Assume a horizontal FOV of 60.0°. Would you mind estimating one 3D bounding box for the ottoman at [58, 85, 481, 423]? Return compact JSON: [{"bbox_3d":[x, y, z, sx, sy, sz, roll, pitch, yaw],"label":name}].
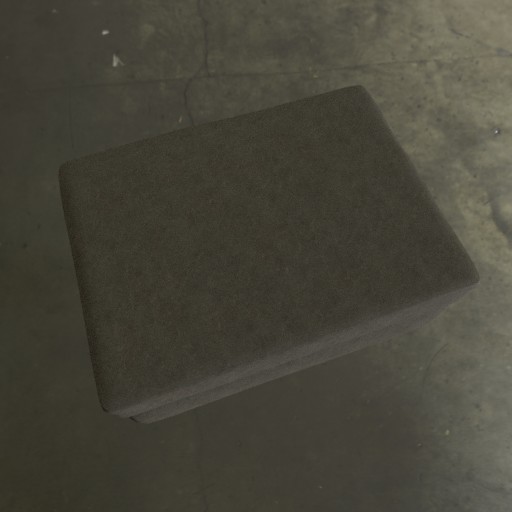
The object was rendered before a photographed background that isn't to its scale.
[{"bbox_3d":[0.000,0.000,1.205,0.839,0.464,0.639,-17,66,-8],"label":"ottoman"}]
